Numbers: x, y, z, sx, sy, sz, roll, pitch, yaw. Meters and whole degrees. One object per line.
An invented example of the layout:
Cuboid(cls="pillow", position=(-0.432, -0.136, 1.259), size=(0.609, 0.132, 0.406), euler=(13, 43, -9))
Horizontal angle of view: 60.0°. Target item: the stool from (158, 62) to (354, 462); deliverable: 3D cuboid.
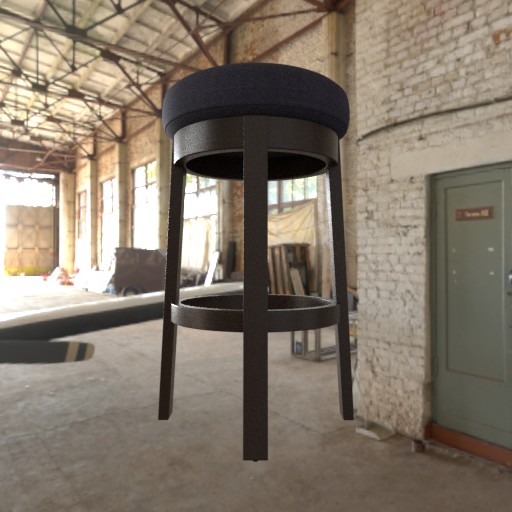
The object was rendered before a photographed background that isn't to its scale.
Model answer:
Cuboid(cls="stool", position=(0.000, 0.000, 1.032), size=(0.446, 0.758, 0.446), euler=(0, 0, 0))
